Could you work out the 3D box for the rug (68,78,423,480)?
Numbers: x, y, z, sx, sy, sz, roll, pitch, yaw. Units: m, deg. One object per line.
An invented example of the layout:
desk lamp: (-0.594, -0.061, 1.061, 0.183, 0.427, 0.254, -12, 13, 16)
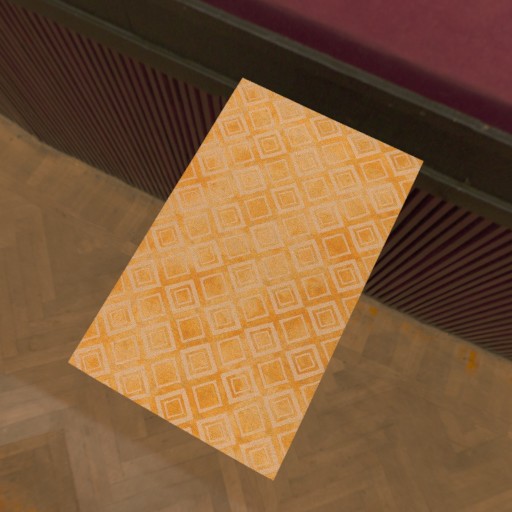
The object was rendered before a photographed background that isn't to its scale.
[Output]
rug: (0.000, 0.000, 3.072, 1.511, 0.010, 2.424, 27, 77, 7)
